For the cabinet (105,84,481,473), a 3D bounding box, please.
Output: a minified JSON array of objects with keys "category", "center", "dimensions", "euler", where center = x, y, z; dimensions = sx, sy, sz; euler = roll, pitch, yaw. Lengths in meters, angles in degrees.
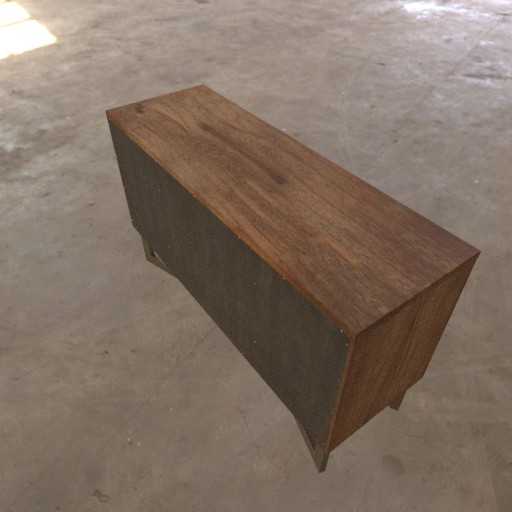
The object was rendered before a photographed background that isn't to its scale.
[{"category":"cabinet","center":[0.000,0.000,1.729],"dimensions":[0.480,0.812,1.373],"euler":[-26,49,-26]}]
